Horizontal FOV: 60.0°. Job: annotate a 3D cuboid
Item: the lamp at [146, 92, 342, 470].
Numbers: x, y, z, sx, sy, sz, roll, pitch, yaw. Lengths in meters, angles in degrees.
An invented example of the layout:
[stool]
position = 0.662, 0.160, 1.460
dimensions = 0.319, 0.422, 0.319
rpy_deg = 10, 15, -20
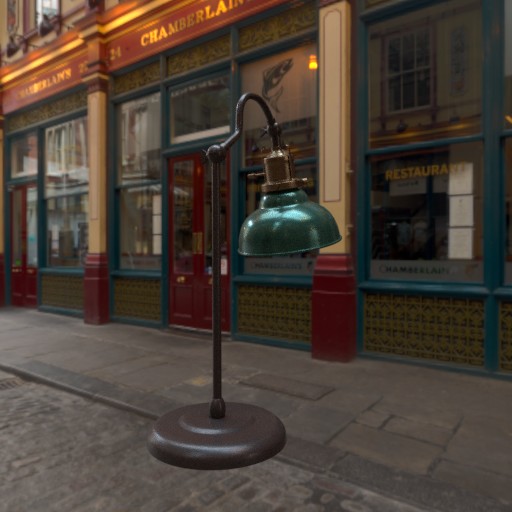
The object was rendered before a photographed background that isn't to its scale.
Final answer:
[lamp]
position = 0.000, 0.000, 0.693
dimensions = 0.192, 0.508, 0.374
rpy_deg = 0, -1, 36
